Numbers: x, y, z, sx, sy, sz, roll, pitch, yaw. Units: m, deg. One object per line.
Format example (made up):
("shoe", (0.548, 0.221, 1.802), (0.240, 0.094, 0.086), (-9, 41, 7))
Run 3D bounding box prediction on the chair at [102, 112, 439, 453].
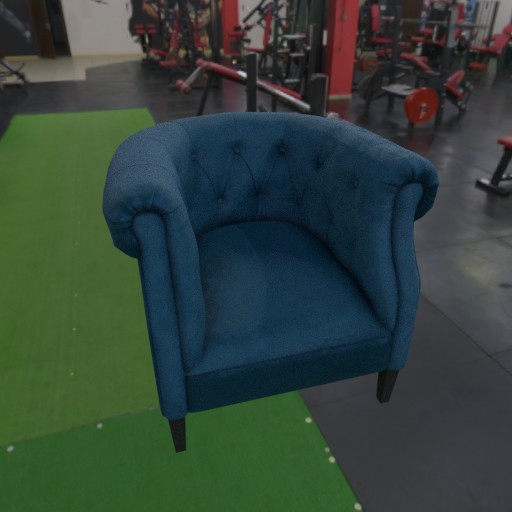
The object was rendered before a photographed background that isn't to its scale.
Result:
("chair", (0.000, 0.000, 1.535), (0.904, 0.826, 0.851), (-8, 31, -14))
